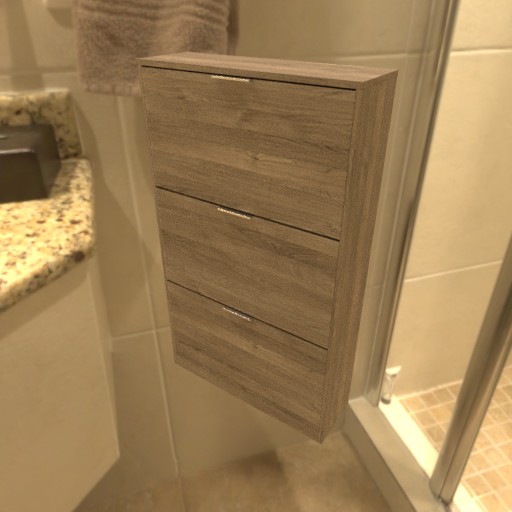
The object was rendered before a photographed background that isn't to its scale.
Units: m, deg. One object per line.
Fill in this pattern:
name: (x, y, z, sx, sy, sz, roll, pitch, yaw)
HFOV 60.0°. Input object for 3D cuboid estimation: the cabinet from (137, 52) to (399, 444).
cabinet: (0.000, 0.000, 1.598, 0.750, 1.280, 0.250, 19, 36, 29)
